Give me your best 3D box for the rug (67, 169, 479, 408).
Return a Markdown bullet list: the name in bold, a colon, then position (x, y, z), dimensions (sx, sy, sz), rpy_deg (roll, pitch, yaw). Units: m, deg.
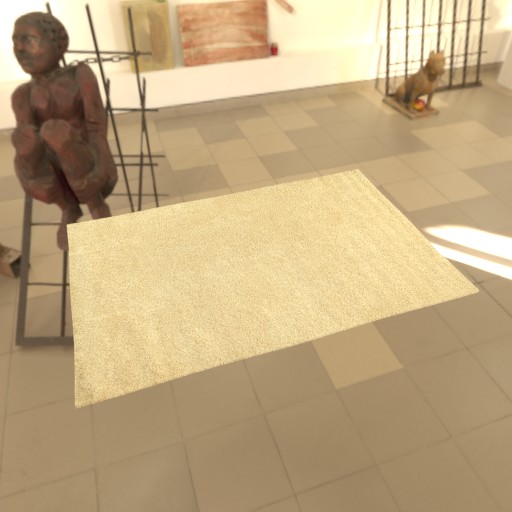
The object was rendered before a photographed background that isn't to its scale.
- **rug**: position (0.000, 0.000, 2.936), dimensions (2.346, 0.025, 1.500), rpy_deg (-13, 43, -14)
